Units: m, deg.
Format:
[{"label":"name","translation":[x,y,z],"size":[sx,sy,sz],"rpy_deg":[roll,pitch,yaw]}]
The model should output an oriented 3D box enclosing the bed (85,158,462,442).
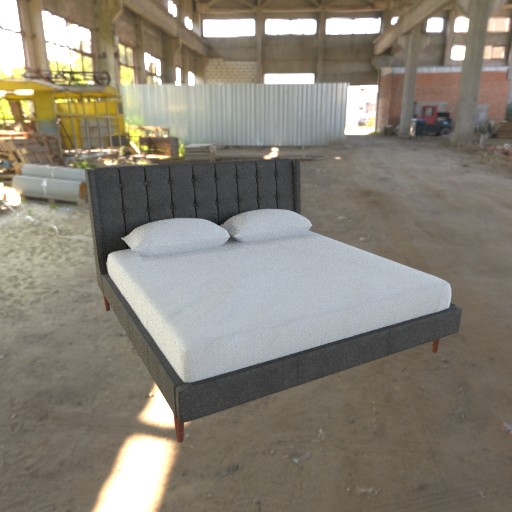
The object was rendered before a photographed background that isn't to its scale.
[{"label":"bed","translation":[0.000,0.000,2.549],"size":[1.531,0.933,1.638],"rpy_deg":[-9,19,-27]}]
